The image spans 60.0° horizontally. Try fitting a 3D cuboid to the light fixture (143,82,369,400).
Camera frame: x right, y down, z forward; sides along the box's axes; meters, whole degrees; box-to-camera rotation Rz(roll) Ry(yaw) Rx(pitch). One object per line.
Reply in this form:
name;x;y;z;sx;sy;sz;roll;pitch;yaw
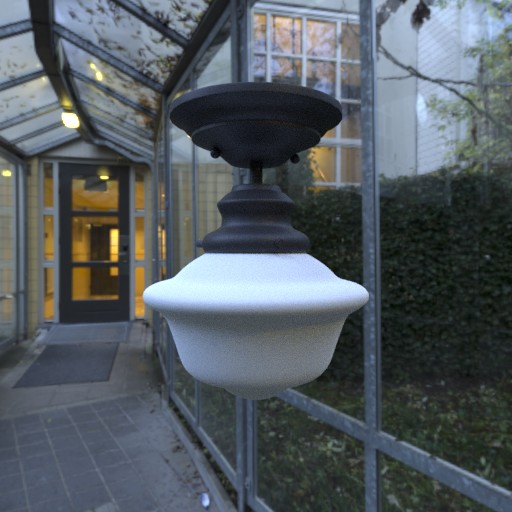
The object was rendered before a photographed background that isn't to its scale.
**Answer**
light fixture;0.000;0.000;0.397;0.197;0.254;0.197;0;1;0
